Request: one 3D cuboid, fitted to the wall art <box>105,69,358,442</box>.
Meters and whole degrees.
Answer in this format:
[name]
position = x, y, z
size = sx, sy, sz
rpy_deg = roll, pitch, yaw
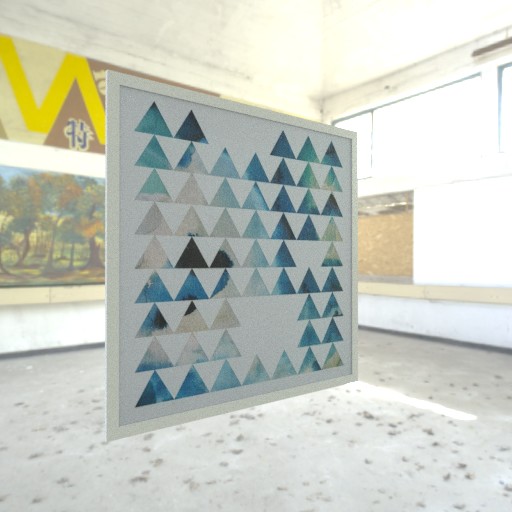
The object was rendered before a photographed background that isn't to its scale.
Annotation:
[wall art]
position = 0.000, 0.000, 1.205
size = 0.809, 0.809, 0.012
rpy_deg = 0, 0, -36
